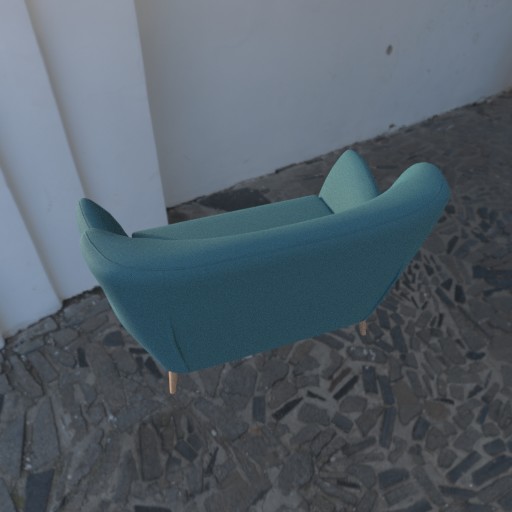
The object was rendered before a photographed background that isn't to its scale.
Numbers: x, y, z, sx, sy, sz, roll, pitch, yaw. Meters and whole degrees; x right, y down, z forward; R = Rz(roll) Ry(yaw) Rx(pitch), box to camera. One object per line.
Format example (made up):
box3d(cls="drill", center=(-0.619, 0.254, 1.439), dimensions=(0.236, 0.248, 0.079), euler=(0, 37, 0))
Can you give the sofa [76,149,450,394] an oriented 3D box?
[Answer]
box3d(cls="sofa", center=(0.000, 0.000, 1.939), dimensions=(1.397, 0.889, 0.889), euler=(-13, 43, -15))
